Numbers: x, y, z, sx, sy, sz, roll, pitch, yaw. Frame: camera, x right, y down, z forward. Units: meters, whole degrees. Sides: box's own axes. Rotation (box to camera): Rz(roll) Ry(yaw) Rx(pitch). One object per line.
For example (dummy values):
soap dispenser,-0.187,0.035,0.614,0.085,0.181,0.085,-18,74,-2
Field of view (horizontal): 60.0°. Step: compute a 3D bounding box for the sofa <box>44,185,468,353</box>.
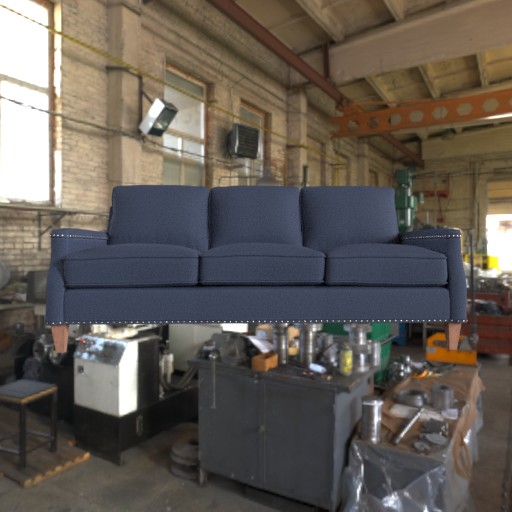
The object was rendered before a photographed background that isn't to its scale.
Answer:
sofa,0.000,0.000,2.850,2.246,1.003,1.084,0,1,-2
